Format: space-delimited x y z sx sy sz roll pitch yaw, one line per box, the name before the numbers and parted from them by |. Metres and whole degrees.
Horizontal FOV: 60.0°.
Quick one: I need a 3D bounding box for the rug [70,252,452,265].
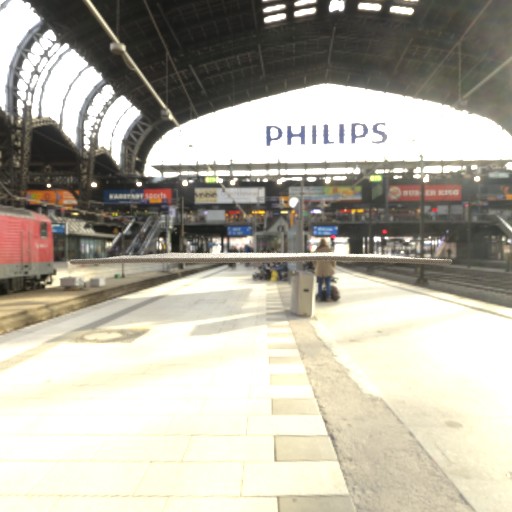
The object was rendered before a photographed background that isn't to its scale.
rug | 0.000 0.000 2.347 1.252 0.034 1.829 0 1 -1
